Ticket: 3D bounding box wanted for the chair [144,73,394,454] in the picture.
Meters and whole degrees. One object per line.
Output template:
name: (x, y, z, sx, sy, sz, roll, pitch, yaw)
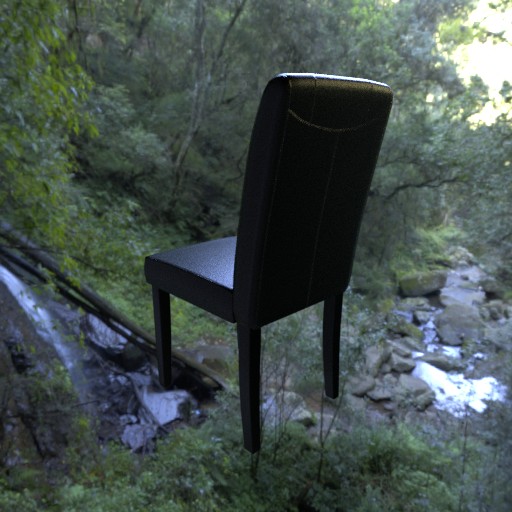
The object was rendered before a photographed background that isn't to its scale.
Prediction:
chair: (0.000, 0.000, 1.236, 0.399, 0.897, 0.556, -15, 22, -41)
